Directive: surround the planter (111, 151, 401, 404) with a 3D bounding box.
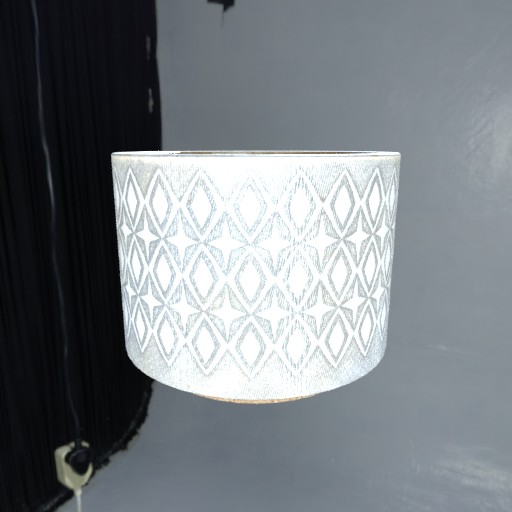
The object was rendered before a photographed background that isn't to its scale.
[{"bbox_3d":[0.000,0.000,0.316,0.186,0.144,0.186,0,14,0],"label":"planter"}]
